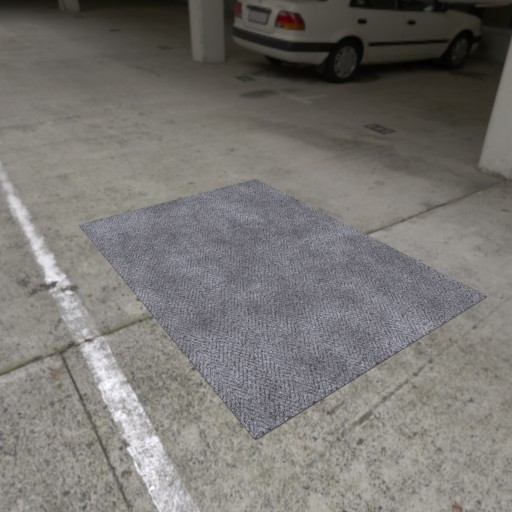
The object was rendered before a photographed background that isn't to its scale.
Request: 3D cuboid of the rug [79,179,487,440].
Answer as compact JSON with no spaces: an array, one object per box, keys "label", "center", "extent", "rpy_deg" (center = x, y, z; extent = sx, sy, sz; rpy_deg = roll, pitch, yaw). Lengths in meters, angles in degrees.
[{"label":"rug","center":[0.000,0.000,2.868],"extent":[1.600,0.008,2.235],"rpy_deg":[-20,36,-30]}]
